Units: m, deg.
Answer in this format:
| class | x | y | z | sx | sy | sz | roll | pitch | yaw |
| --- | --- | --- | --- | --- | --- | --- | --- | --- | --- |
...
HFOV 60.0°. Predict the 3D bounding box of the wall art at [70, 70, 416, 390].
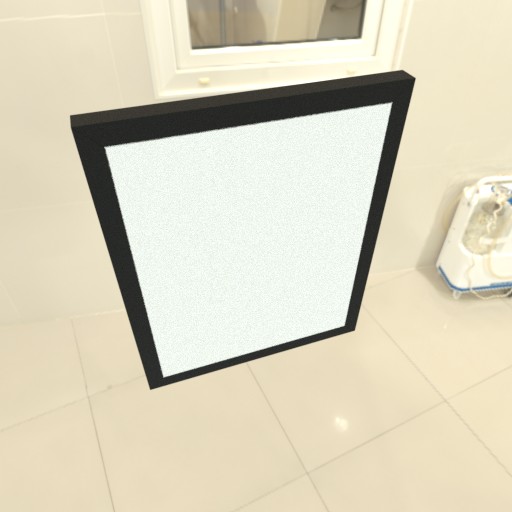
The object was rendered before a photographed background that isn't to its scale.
| class | x | y | z | sx | sy | sz | roll | pitch | yaw |
| --- | --- | --- | --- | --- | --- | --- | --- | --- | --- |
| wall art | 0.000 | 0.000 | 0.547 | 0.329 | 0.404 | 0.024 | -13 | 44 | -14 |
